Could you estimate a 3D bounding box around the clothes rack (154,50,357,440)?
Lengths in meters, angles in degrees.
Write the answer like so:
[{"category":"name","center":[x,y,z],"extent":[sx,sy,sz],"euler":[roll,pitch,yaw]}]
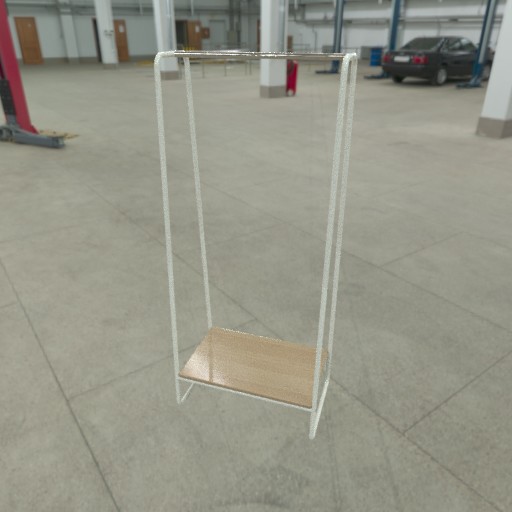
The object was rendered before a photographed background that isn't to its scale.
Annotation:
[{"category":"clothes rack","center":[0.000,0.000,1.795],"extent":[0.640,1.500,0.400],"euler":[9,28,16]}]
